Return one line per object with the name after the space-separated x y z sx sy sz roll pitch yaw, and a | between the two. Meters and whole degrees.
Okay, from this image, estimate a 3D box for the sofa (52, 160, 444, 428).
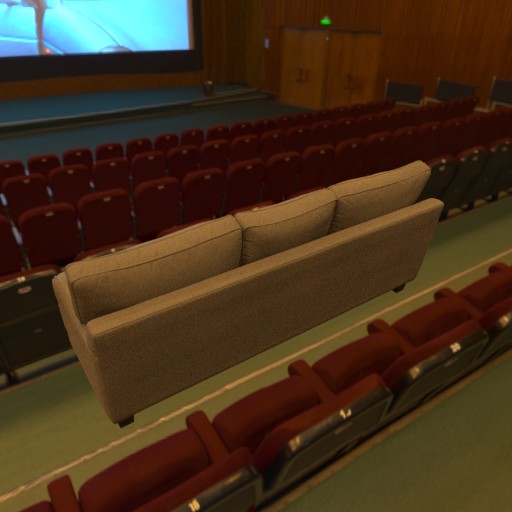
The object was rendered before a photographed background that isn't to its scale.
0.000 0.000 2.832 2.323 0.991 1.016 -19 37 -28 | sofa
